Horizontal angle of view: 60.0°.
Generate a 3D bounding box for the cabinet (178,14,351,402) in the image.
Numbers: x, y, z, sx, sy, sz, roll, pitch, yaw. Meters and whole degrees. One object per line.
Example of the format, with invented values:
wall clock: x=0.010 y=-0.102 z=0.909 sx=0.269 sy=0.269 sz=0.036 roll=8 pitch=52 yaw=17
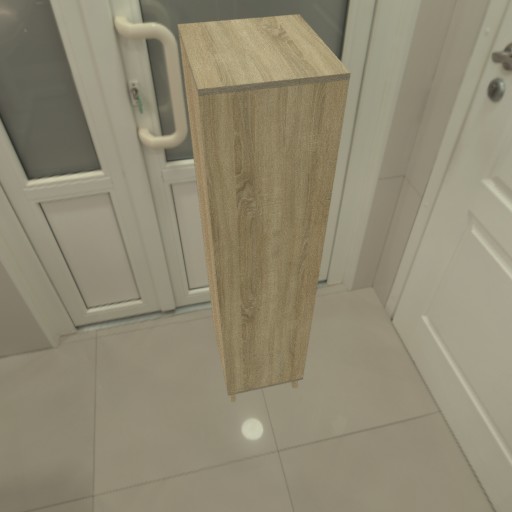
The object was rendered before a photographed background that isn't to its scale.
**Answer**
cabinet: x=0.000 y=0.000 z=2.141 sx=0.450 sy=1.960 sz=0.510 roll=-10 pitch=47 yaw=-9
